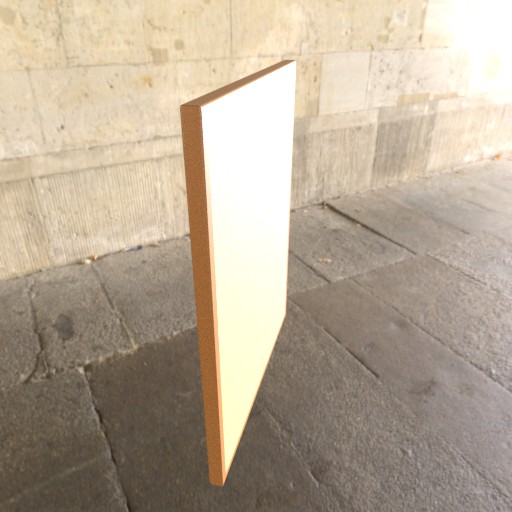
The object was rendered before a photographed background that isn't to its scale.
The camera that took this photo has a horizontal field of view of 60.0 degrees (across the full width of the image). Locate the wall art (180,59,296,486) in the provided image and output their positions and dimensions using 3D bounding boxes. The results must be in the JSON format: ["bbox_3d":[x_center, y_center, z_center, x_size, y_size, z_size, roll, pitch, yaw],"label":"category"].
[{"bbox_3d":[0.000,0.000,0.723,0.021,0.550,0.449,8,30,14],"label":"wall art"}]
